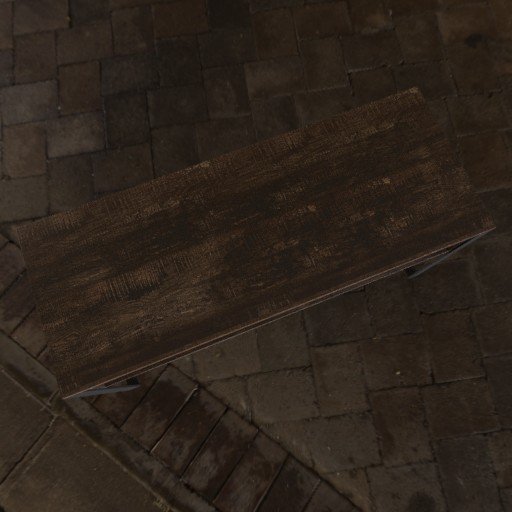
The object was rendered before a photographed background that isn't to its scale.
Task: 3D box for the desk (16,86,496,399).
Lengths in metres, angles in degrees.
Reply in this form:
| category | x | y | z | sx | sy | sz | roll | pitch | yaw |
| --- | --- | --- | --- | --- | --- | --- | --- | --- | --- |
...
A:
| category | x | y | z | sx | sy | sz | roll | pitch | yaw |
| --- | --- | --- | --- | --- | --- | --- | --- | --- | --- |
| desk | 0.000 | 0.000 | 1.877 | 1.524 | 0.762 | 0.599 | -21 | 76 | -5 |
